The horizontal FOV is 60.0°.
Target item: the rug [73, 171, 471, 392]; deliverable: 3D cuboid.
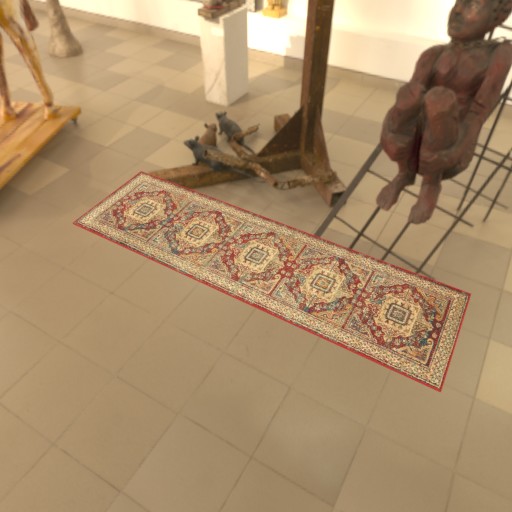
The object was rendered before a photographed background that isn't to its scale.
[{"bbox_3d":[0.000,0.000,2.587,2.292,0.015,0.659,22,49,21],"label":"rug"}]
